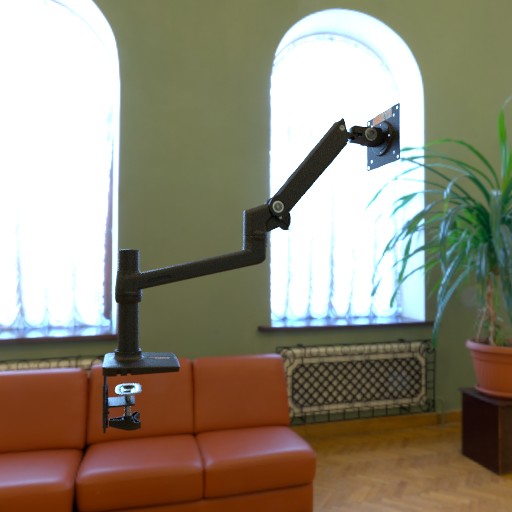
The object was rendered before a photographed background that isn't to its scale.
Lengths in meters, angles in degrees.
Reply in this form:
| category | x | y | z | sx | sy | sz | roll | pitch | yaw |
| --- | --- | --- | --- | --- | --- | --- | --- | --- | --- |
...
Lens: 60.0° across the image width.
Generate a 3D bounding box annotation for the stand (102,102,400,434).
| category | x | y | z | sx | sy | sz | roll | pitch | yaw |
| --- | --- | --- | --- | --- | --- | --- | --- | --- | --- |
| stand | 0.000 | 0.000 | 0.999 | 0.650 | 0.713 | 0.152 | 0 | -1 | -16 |
